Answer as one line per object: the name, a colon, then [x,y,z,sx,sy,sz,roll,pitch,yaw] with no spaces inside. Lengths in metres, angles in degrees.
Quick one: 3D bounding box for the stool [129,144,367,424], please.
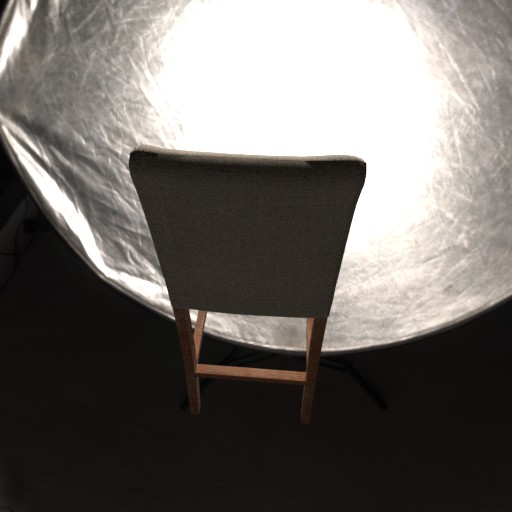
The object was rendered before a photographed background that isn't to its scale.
stool: [0.000,0.000,1.334,0.454,1.039,0.567,4,46,3]
